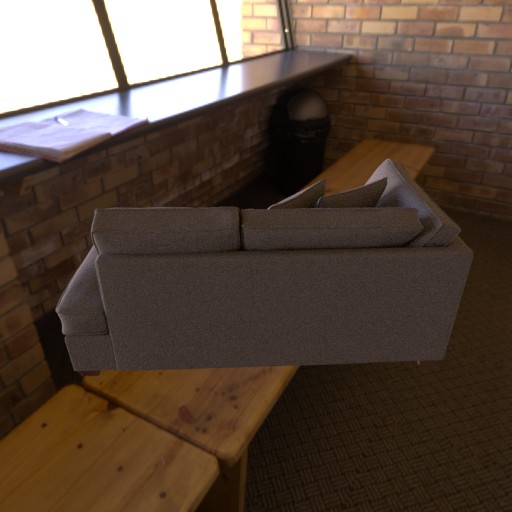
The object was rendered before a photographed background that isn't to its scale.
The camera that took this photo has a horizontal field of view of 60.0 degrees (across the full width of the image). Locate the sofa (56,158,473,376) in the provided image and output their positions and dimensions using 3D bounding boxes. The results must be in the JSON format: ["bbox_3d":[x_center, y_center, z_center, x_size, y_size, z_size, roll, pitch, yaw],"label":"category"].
[{"bbox_3d":[0.000,0.000,2.875,2.237,1.033,1.110,-1,31,-2],"label":"sofa"}]
